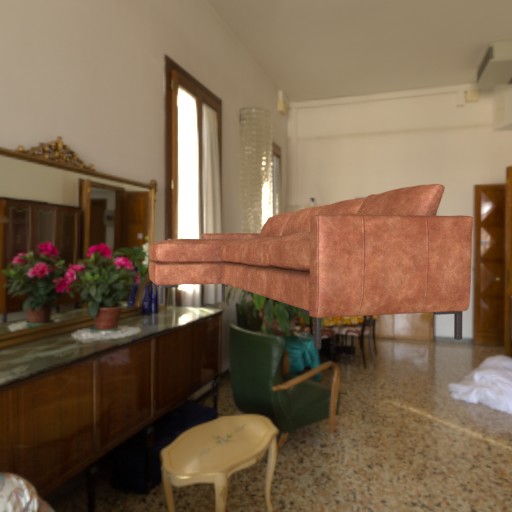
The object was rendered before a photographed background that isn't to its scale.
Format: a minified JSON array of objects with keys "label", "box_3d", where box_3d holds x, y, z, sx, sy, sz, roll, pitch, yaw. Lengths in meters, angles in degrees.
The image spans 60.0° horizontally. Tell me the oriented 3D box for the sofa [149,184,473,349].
[{"label":"sofa","box_3d":[0.000,0.000,3.524,1.471,0.859,2.993,0,1,-17]}]
